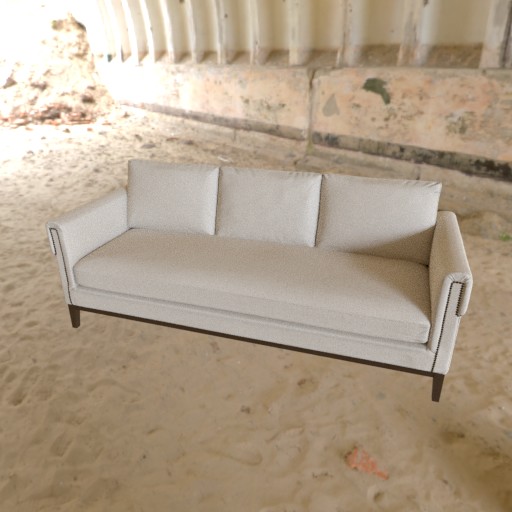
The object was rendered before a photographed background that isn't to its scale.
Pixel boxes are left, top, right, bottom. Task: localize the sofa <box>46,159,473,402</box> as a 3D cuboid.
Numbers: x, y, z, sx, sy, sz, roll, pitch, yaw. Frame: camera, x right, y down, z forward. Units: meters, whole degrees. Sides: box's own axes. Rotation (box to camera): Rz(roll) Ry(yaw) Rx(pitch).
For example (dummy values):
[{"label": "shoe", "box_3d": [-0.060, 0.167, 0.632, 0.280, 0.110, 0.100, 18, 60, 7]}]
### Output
[{"label": "sofa", "box_3d": [0.000, 0.000, 2.609, 2.198, 0.911, 0.902, 8, 25, 16]}]
